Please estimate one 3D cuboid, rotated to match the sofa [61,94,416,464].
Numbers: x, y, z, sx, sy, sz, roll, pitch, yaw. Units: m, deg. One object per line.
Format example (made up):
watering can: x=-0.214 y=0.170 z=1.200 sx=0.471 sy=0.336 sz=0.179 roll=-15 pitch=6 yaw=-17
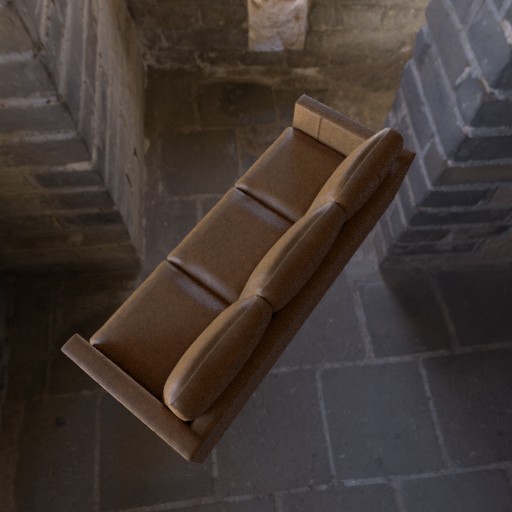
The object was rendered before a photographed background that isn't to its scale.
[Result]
sofa: x=0.000 y=0.000 z=2.744 sx=0.903 sy=0.930 sz=2.231 roll=34 pitch=68 yaw=15
